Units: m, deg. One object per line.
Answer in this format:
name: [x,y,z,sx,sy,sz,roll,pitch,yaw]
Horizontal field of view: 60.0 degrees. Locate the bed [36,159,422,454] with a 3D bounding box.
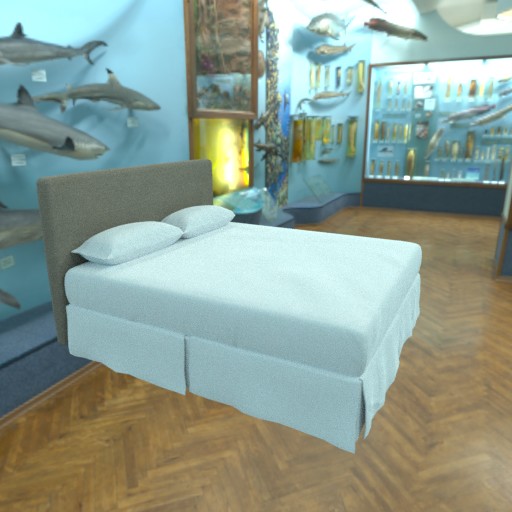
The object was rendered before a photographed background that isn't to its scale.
bed: [0.000,0.000,3.486,2.341,1.317,2.119,8,18,26]
